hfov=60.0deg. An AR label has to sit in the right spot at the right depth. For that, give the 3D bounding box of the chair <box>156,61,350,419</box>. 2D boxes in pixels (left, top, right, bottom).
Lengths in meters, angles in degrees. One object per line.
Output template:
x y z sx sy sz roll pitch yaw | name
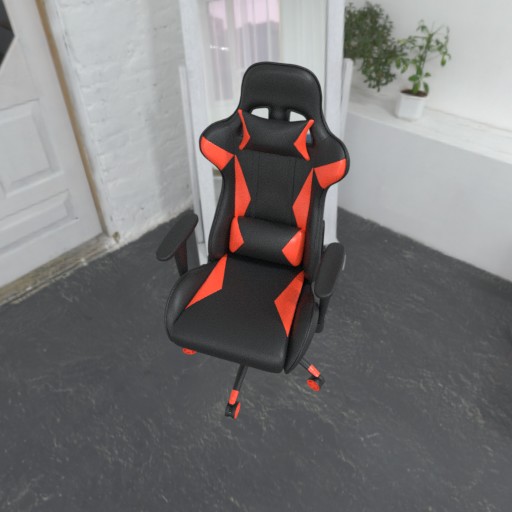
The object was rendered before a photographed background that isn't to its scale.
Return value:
0.000 0.000 1.724 0.695 1.282 0.730 12 43 14 | chair
